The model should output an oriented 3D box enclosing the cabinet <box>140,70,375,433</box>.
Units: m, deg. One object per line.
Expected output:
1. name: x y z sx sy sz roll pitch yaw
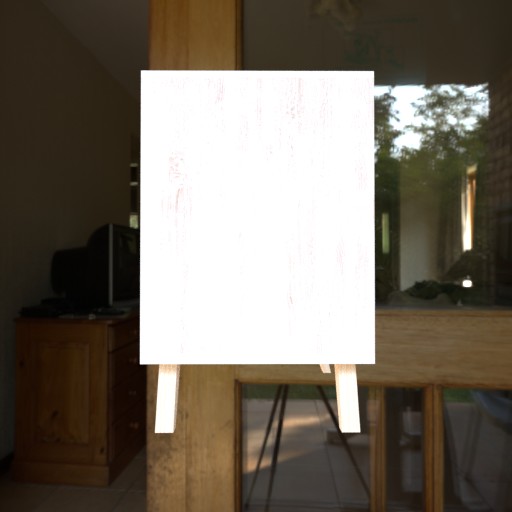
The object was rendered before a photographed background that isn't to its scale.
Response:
1. cabinet: 0.000 0.000 1.501 0.500 0.780 1.110 0 -1 0
